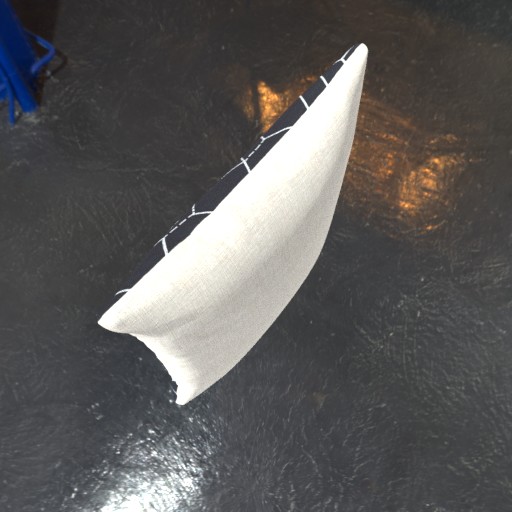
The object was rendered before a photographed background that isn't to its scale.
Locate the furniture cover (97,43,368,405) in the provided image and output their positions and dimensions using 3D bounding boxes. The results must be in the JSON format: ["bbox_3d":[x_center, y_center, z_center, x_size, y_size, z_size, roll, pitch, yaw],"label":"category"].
[{"bbox_3d":[0.000,0.000,0.754,0.158,0.508,0.517,33,67,16],"label":"furniture cover"}]
